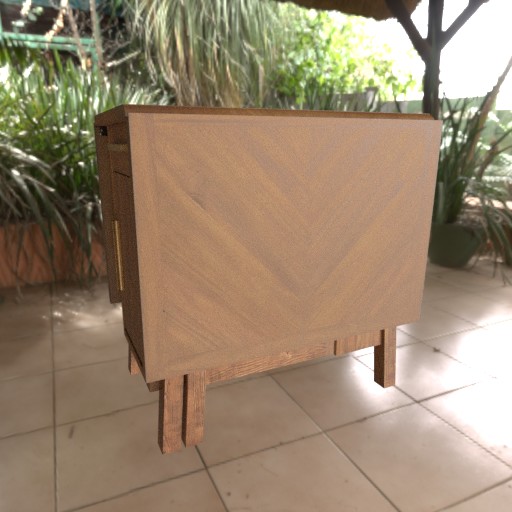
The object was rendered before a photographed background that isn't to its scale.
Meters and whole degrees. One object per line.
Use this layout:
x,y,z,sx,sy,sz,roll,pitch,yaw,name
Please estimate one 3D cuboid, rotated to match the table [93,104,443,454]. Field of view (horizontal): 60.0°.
0.000,0.000,1.615,0.967,0.981,0.701,-7,16,-25,table
